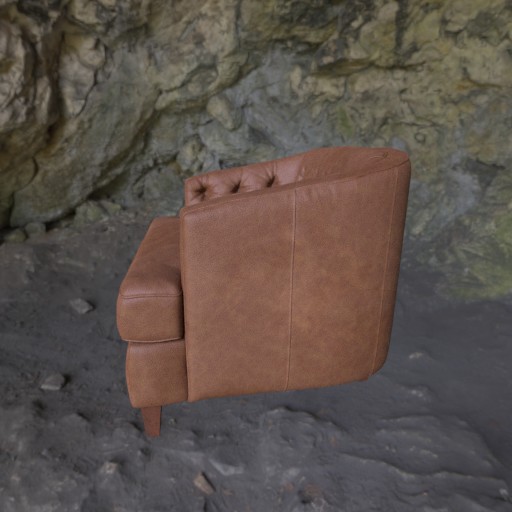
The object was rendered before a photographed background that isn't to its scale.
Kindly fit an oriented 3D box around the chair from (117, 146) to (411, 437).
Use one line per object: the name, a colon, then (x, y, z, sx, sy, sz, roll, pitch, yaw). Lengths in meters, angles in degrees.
chair: (0.000, 0.000, 1.744, 0.911, 0.836, 1.119, -2, 15, -8)
